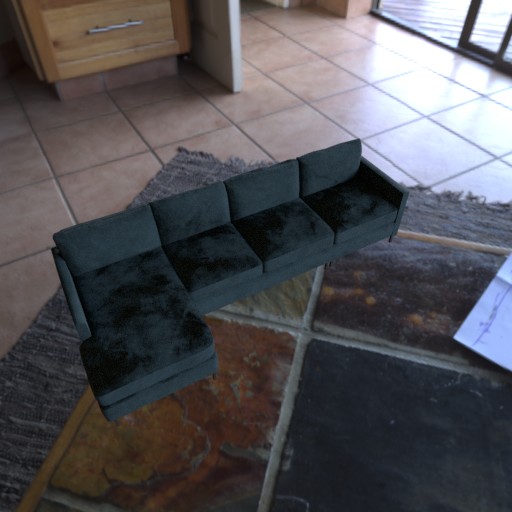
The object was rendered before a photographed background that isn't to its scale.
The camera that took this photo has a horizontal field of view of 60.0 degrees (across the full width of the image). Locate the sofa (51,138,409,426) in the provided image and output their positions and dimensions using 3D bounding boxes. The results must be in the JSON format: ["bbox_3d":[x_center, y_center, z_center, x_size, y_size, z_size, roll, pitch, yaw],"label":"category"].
[{"bbox_3d":[0.000,0.000,4.164,3.400,0.967,1.500,-21,49,-20],"label":"sofa"}]
